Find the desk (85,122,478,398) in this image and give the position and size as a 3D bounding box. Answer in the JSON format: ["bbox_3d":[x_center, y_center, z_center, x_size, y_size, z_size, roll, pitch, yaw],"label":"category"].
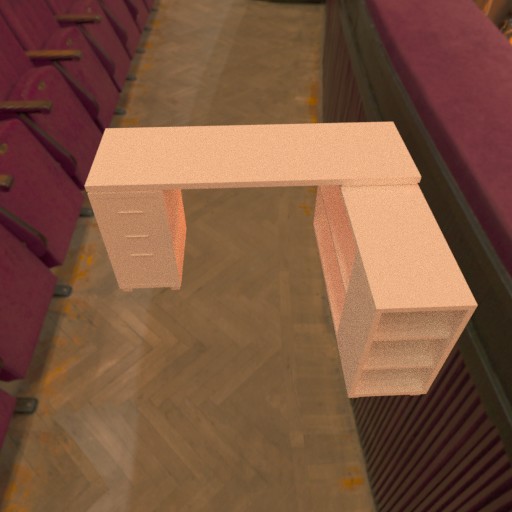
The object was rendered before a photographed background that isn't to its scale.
[{"bbox_3d":[0.000,0.000,2.205,1.524,0.759,1.199,-2,46,-2],"label":"desk"}]
